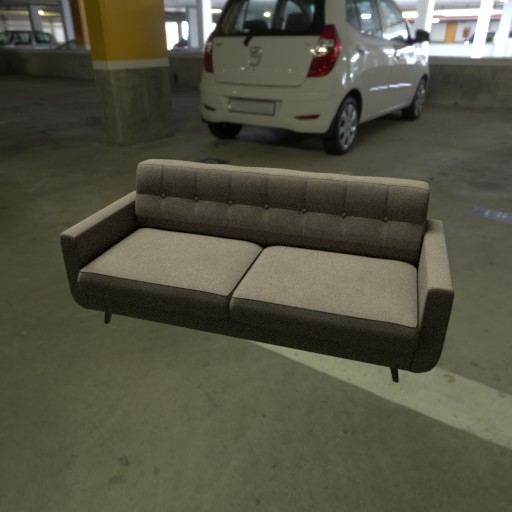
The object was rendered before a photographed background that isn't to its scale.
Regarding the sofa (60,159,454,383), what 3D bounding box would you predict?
[{"bbox_3d":[0.000,0.000,2.560,2.029,0.841,0.909,8,27,16],"label":"sofa"}]
